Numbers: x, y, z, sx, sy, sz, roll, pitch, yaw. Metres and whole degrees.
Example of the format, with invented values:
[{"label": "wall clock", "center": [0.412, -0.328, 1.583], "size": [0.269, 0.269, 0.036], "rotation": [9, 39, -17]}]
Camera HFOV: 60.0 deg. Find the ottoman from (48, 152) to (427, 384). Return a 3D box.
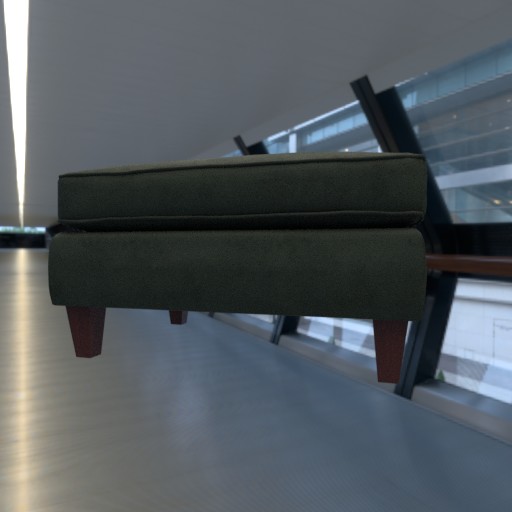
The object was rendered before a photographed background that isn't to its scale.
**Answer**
[{"label": "ottoman", "center": [0.000, 0.000, 1.236], "size": [0.864, 0.495, 0.632], "rotation": [0, 1, 17]}]
